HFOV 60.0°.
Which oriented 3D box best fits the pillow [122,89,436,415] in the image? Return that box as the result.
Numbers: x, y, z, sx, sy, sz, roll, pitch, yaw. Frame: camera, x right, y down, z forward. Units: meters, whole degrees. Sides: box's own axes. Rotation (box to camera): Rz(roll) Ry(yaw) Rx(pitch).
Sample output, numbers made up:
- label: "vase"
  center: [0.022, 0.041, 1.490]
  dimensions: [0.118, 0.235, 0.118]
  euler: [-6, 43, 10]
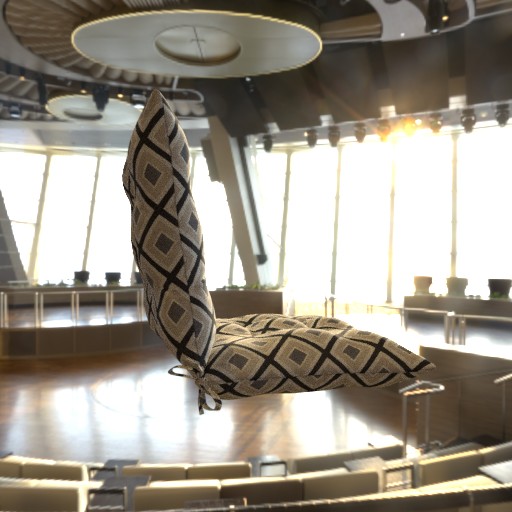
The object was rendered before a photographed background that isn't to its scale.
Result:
- label: "pillow"
  center: [0.000, 0.000, 1.008]
  dimensions: [0.585, 0.536, 0.541]
  euler: [0, 0, -17]
